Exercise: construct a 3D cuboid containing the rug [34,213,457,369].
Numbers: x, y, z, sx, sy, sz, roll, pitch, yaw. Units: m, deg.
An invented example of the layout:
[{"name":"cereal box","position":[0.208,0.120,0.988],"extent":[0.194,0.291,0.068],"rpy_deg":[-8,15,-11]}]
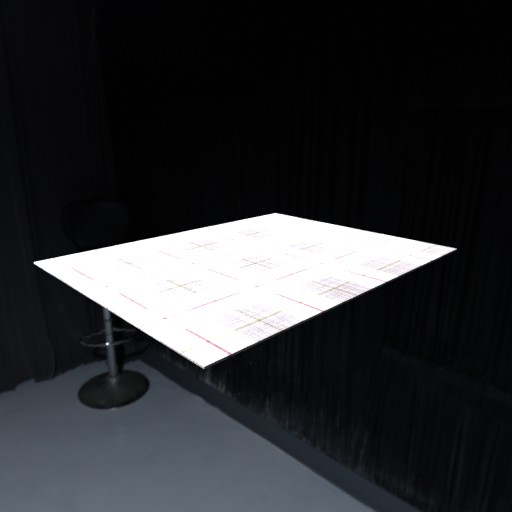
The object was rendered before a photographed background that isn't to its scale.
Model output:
[{"name":"rug","position":[0.000,0.000,3.925],"extent":[2.959,0.016,2.317],"rpy_deg":[-16,23,-42]}]
